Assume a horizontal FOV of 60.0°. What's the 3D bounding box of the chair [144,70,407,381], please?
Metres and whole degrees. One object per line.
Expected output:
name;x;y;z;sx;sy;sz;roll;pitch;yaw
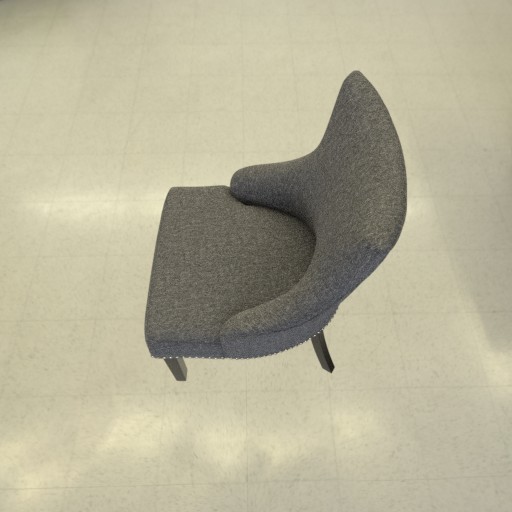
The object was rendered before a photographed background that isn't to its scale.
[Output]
chair;0.000;0.000;1.311;0.629;0.909;0.566;1;59;1
